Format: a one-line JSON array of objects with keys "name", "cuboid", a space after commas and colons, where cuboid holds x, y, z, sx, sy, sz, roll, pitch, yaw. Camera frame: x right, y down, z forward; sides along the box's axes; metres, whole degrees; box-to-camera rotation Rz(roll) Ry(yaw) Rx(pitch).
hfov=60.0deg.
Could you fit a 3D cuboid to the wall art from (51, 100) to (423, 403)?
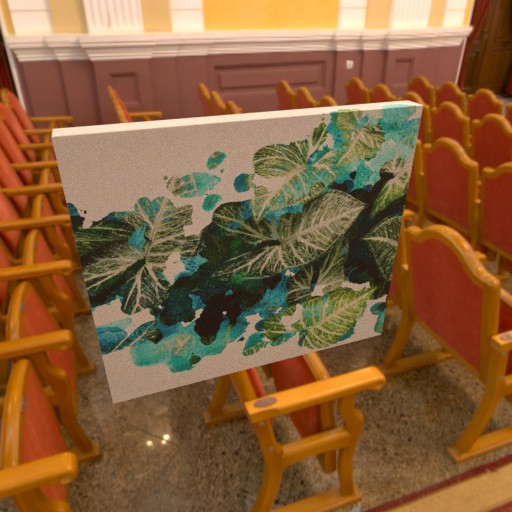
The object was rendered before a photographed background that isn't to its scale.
[{"name": "wall art", "cuboid": [0.000, 0.000, 0.702, 0.507, 0.435, 0.041, -10, 32, -17]}]
